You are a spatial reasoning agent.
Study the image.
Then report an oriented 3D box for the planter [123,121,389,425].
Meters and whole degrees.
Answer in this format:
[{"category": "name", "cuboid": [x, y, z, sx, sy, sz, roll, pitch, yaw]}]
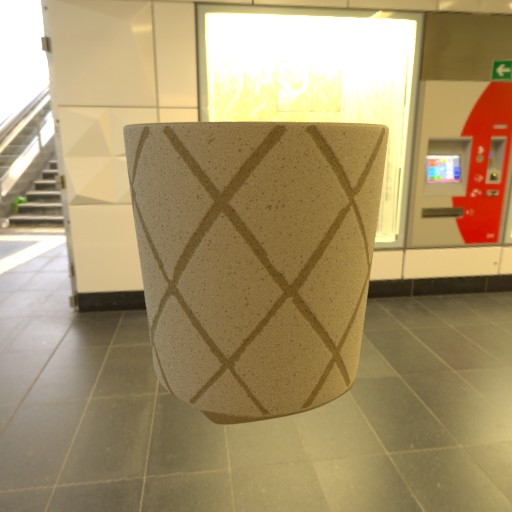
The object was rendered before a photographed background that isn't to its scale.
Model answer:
[{"category": "planter", "cuboid": [0.000, 0.000, 0.355, 0.191, 0.199, 0.191, 0, 15, 0]}]
